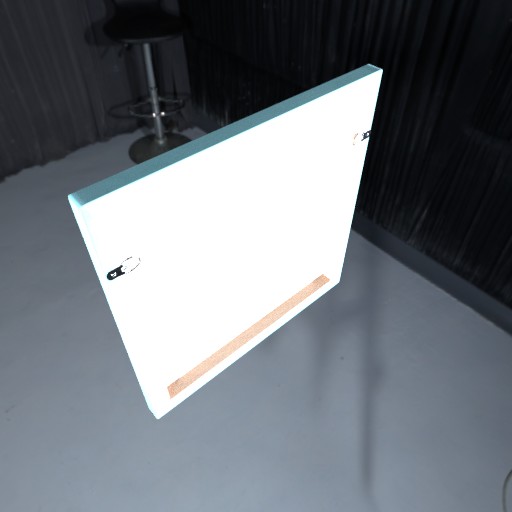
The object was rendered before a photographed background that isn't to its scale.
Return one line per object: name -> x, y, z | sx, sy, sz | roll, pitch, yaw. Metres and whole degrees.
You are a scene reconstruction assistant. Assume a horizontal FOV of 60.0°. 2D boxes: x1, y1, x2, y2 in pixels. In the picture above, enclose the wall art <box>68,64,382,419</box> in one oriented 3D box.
wall art -> 0.000, 0.000, 1.608 | 1.071, 1.073, 0.070 | -33, 54, -28
